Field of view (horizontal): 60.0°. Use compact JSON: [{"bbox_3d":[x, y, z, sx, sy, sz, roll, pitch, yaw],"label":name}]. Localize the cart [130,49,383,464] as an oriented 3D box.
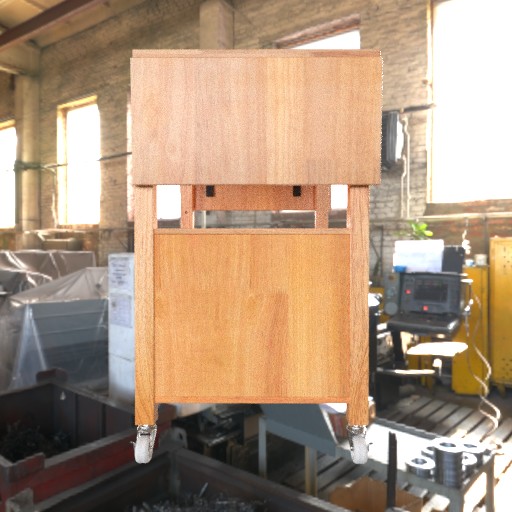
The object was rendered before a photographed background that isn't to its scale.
[{"bbox_3d":[0.000,0.000,1.198,0.508,0.838,0.640,0,1,0],"label":"cart"}]
